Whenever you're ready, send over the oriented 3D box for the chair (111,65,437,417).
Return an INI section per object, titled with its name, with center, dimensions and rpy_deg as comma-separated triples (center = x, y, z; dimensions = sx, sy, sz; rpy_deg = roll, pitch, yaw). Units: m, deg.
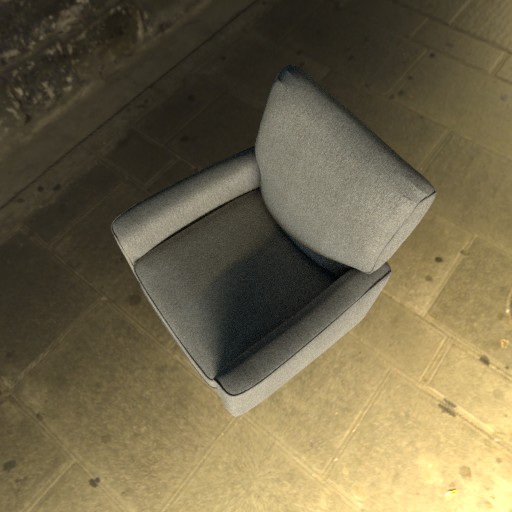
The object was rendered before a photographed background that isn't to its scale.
[chair]
center = 0.000, 0.000, 1.728
dimensions = 0.858, 1.028, 0.841
rpy_deg = -34, 68, -16
